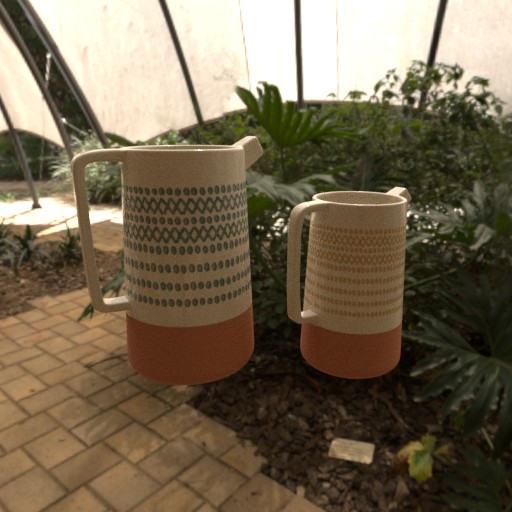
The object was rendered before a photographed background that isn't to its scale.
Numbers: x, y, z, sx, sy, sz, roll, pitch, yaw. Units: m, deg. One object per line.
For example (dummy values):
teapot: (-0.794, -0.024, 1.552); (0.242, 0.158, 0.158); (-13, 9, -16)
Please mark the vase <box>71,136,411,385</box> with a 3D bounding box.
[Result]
vase: (0.000, 0.000, 0.477); (0.326, 0.247, 0.168); (3, 16, 11)
